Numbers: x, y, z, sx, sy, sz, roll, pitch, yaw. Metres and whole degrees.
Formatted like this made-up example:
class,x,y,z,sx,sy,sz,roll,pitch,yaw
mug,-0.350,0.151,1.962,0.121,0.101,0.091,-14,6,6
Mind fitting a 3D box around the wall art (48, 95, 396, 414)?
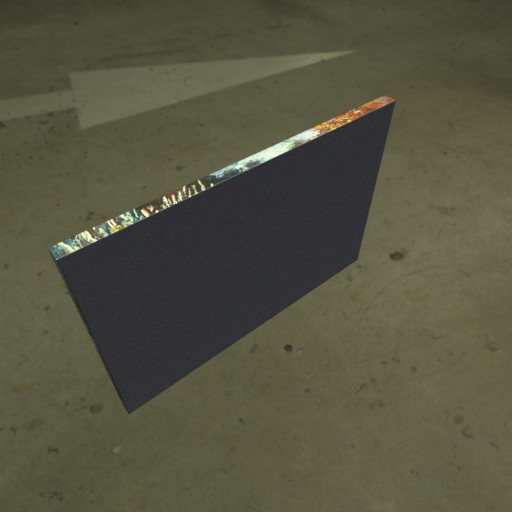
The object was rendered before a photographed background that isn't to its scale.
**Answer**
class,x,y,z,sx,sy,sz,roll,pitch,yaw
wall art,0.000,0.000,1.181,0.908,0.604,0.037,-30,53,-26
